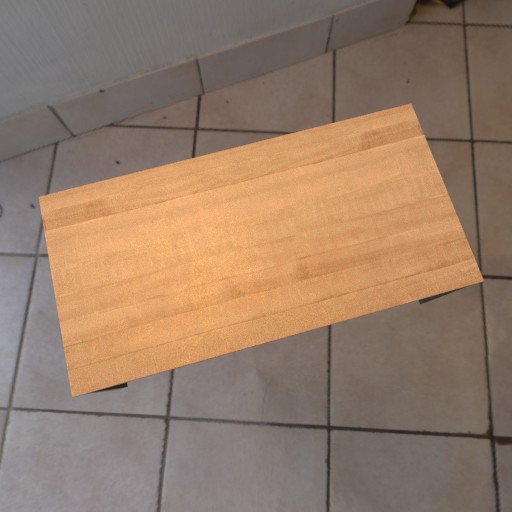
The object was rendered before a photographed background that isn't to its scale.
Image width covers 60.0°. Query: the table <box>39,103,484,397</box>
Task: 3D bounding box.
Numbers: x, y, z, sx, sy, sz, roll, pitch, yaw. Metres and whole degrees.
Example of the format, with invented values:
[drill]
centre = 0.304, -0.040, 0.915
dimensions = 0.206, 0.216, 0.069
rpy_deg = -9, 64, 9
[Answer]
[table]
centre = 0.000, 0.000, 1.394
dimensions = 1.100, 0.399, 0.551
rpy_deg = -15, 76, -4
